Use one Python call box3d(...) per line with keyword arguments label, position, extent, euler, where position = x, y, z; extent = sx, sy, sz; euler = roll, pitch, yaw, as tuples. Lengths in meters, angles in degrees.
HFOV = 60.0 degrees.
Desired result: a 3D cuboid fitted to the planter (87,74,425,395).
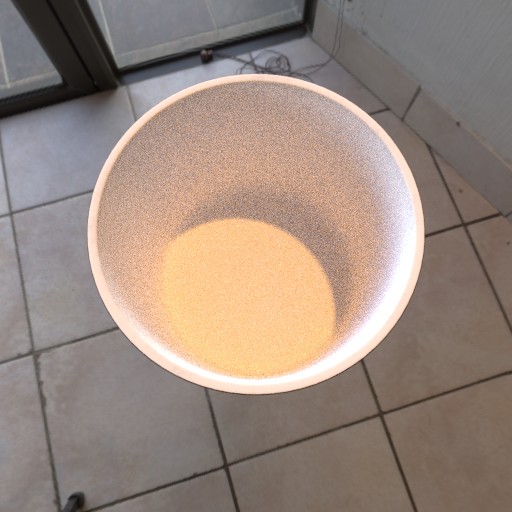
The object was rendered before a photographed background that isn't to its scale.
box3d(label="planter", position=(0.000, 0.000, 0.440), extent=(0.254, 0.221, 0.254), euler=(0, 75, 0))
